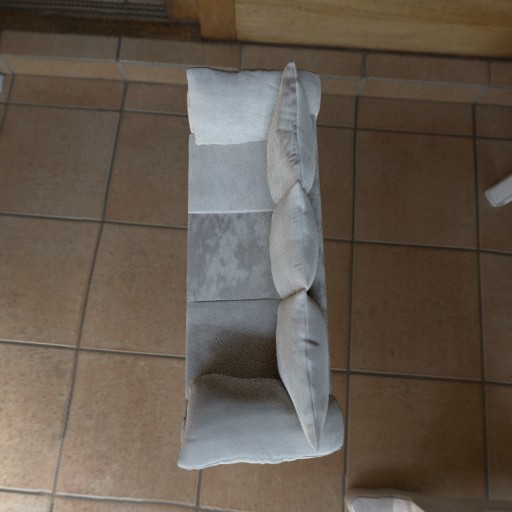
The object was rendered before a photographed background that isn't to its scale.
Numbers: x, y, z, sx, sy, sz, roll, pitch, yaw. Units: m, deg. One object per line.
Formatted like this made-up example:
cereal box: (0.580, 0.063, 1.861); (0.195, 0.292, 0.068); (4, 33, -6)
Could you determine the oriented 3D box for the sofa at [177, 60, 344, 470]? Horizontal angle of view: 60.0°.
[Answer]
sofa: (0.000, 0.000, 2.821); (0.893, 0.981, 2.377); (-1, 76, 0)
